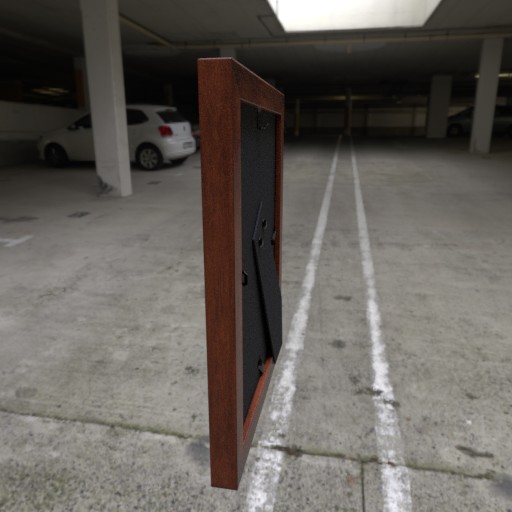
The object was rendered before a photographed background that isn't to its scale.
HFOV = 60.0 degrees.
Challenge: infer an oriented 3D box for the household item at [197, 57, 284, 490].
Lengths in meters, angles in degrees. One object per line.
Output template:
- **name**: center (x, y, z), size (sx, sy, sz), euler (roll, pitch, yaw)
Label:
- **household item**: center (0.000, 0.000, 0.341), size (0.020, 0.250, 0.200), euler (3, 15, 10)
